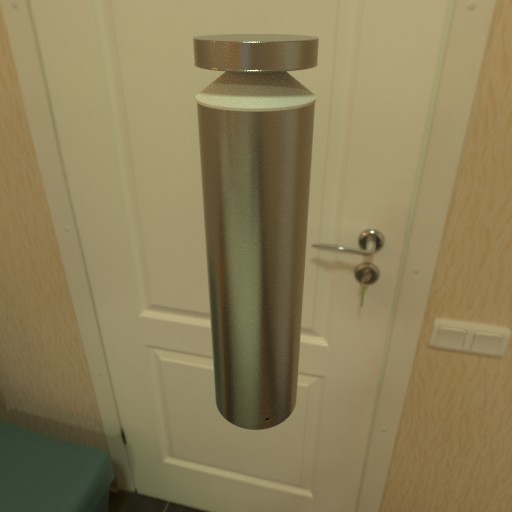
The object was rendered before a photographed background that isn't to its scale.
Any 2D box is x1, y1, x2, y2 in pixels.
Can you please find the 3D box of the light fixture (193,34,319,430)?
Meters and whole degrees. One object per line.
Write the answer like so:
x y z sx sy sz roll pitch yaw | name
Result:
0.000 0.000 0.452 0.102 0.400 0.102 -7 30 -13 | light fixture
